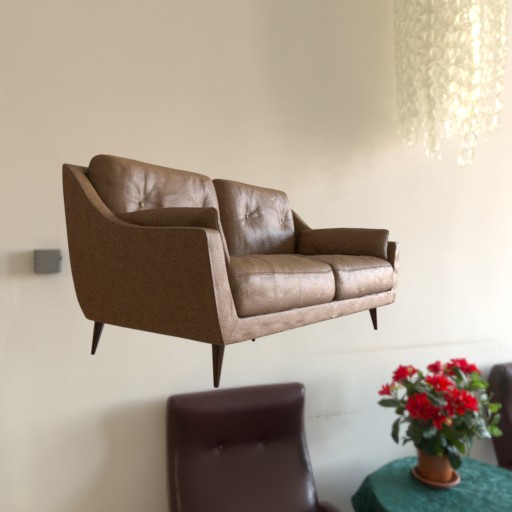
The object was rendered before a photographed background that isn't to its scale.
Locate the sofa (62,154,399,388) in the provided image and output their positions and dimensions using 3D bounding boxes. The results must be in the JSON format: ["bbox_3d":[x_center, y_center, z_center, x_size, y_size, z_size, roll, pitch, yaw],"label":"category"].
[{"bbox_3d":[0.000,0.000,2.289,0.981,0.886,1.731,0,0,37],"label":"sofa"}]
